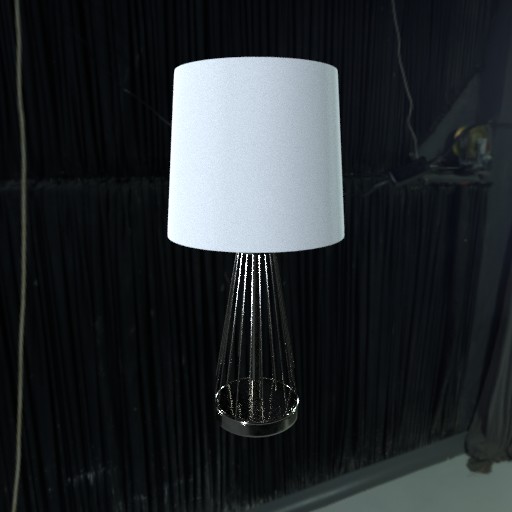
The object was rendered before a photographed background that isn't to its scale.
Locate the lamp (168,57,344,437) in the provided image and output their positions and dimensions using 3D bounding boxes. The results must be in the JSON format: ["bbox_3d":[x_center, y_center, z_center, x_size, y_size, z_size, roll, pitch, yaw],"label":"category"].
[{"bbox_3d":[0.000,0.000,0.785,0.303,0.618,0.303,0,14,0],"label":"lamp"}]
